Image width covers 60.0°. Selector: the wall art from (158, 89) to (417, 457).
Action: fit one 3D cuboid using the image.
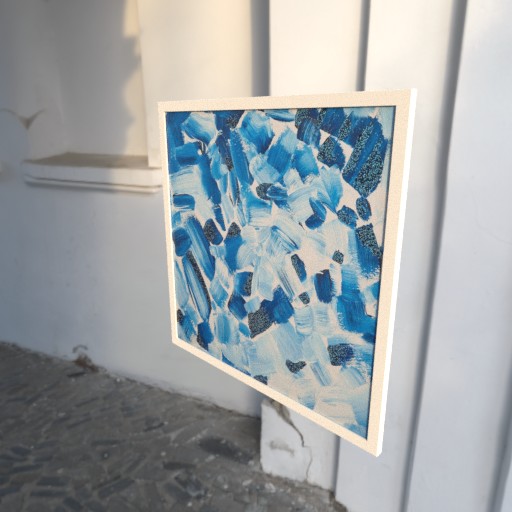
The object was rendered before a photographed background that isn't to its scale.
[{"bbox_3d":[0.000,0.000,0.677,0.457,0.457,0.012,16,23,42],"label":"wall art"}]
